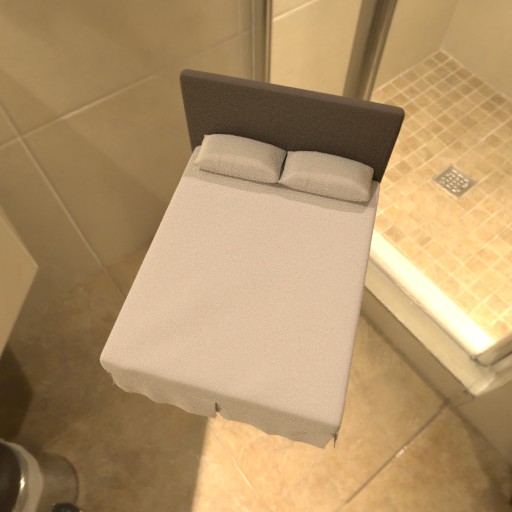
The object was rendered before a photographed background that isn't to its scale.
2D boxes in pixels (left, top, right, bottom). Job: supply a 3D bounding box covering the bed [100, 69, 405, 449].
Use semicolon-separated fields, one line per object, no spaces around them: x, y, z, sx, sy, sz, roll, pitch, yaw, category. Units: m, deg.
0.000;0.000;3.221;1.723;1.330;2.142;13;61;8;bed
